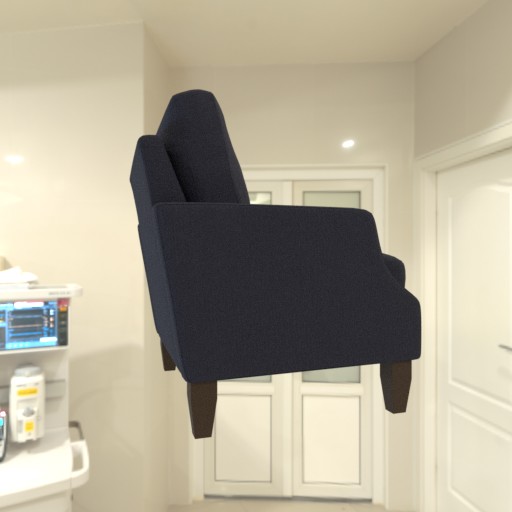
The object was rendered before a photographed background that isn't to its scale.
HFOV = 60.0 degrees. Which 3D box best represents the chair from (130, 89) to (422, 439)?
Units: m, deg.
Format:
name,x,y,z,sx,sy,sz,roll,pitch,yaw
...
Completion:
name,x,y,z,sx,sy,sz,roll,pitch,yaw
chair,0.000,0.000,1.664,0.897,0.991,0.855,0,0,-18
